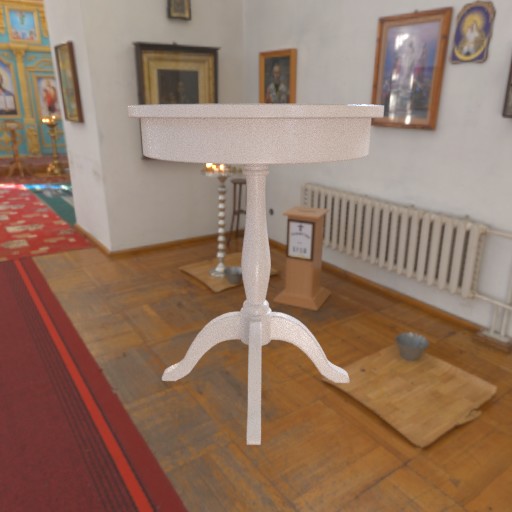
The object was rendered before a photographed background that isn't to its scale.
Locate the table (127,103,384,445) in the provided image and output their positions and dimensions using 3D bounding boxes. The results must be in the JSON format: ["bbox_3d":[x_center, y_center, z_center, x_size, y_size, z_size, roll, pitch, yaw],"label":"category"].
[{"bbox_3d":[0.000,0.000,1.017,0.513,0.653,0.513,0,18,0],"label":"table"}]
